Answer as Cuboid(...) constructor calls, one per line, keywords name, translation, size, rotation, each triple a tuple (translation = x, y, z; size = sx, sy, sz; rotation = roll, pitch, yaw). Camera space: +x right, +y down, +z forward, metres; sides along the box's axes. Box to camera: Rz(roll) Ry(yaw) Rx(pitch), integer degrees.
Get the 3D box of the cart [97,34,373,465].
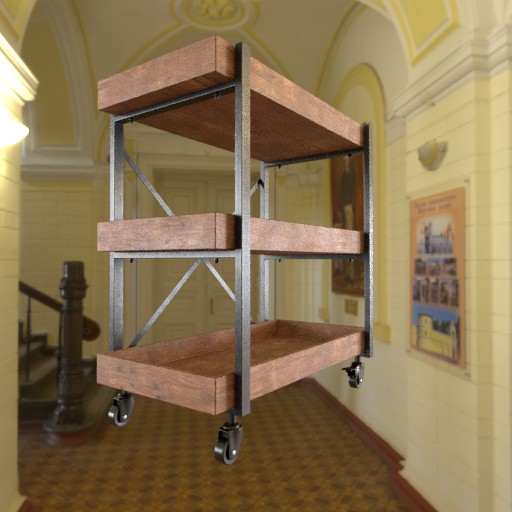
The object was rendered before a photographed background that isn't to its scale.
Cuboid(name="cart", translation=(0.000, 0.000, 1.213), size=(0.411, 0.800, 0.750), rotation=(0, -1, 36))
